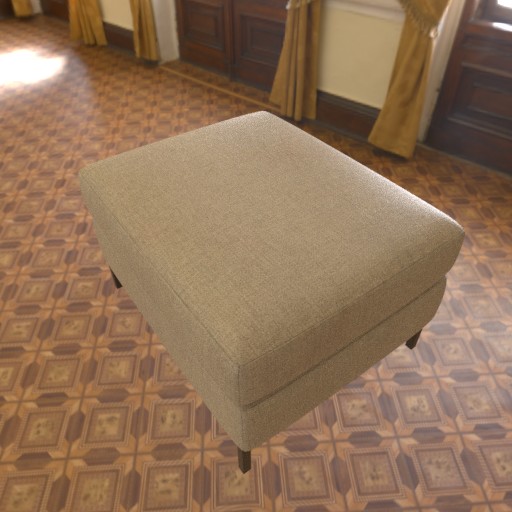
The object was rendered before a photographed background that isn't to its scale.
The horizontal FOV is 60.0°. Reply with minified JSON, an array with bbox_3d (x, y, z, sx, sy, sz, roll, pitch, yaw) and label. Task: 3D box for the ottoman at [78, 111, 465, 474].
[{"bbox_3d":[0.000,0.000,1.240,0.671,0.490,0.820,-26,48,-26],"label":"ottoman"}]
